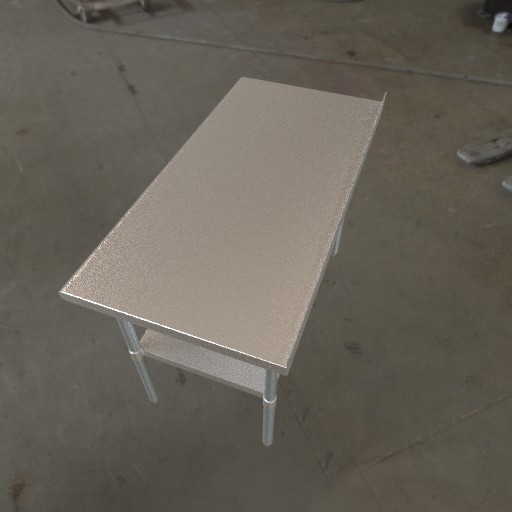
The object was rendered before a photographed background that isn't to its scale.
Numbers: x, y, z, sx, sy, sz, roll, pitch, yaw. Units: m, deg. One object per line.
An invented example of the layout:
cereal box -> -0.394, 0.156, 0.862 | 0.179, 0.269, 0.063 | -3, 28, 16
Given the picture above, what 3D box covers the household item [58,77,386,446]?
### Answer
household item -> 0.000, 0.000, 1.706 | 0.610, 0.851, 1.219 | 16, 50, 14
